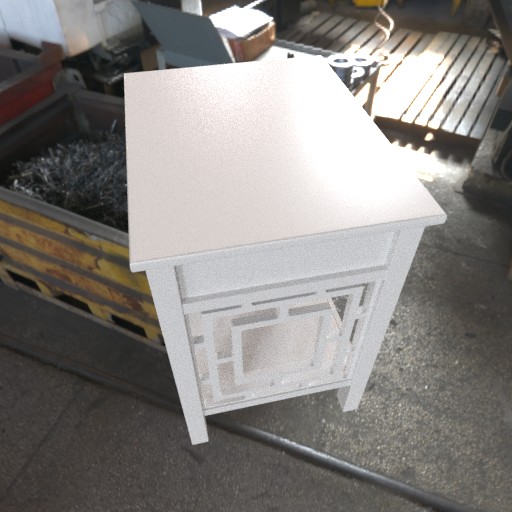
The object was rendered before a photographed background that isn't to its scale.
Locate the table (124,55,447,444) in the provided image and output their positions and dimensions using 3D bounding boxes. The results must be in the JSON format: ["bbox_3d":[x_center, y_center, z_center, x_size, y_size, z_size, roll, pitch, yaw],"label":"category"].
[{"bbox_3d":[0.000,0.000,1.014,0.451,0.646,0.564,-9,47,-9],"label":"table"}]
